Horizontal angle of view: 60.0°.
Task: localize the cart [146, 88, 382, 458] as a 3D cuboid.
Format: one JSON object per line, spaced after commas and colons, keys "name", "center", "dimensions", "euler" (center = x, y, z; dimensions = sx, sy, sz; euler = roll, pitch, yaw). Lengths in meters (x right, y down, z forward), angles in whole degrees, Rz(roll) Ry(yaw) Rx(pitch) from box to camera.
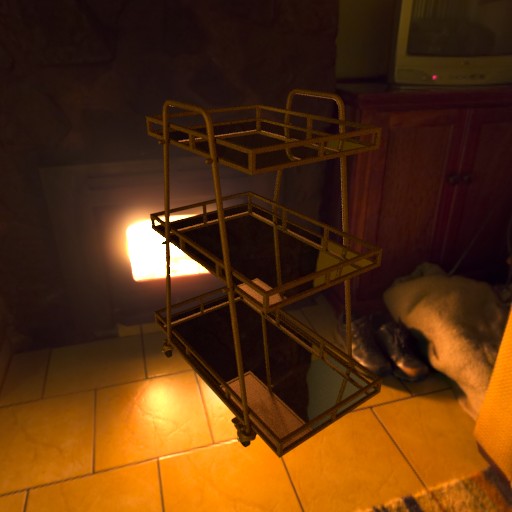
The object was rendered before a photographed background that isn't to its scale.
{"name": "cart", "center": [0.000, 0.000, 1.293], "dimensions": [0.441, 0.883, 0.711], "euler": [-18, 32, -32]}
